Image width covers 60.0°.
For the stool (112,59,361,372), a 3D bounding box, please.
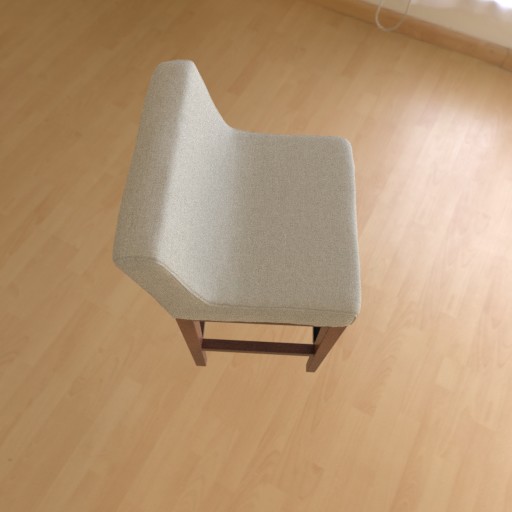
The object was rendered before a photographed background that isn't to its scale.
[{"bbox_3d":[0.000,0.000,1.282,0.500,0.937,0.511,3,64,1],"label":"stool"}]
